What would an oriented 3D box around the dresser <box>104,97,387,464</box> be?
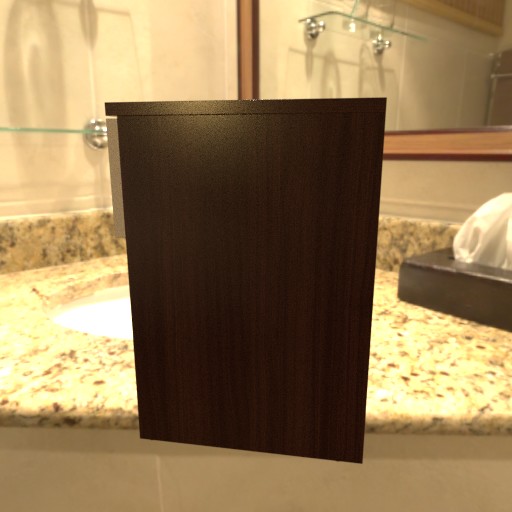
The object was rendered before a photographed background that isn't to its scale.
[{"bbox_3d":[0.000,0.000,0.763,0.360,0.470,0.400,2,14,9],"label":"dresser"}]
